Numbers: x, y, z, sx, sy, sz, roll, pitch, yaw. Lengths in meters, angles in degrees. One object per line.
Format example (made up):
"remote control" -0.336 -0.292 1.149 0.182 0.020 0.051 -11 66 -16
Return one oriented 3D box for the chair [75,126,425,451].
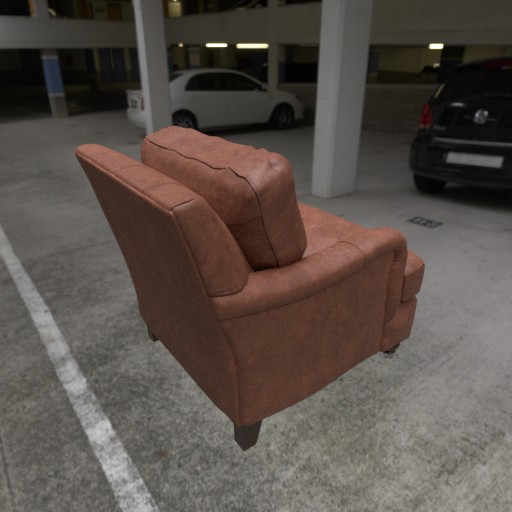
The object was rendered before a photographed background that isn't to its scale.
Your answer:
"chair" 0.000 0.000 1.923 1.158 1.055 0.986 -17 31 -32
